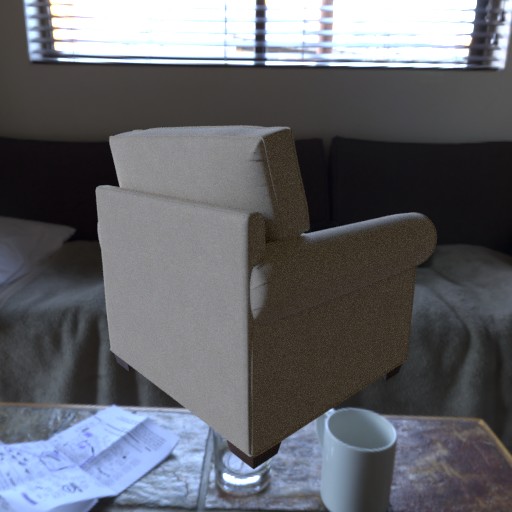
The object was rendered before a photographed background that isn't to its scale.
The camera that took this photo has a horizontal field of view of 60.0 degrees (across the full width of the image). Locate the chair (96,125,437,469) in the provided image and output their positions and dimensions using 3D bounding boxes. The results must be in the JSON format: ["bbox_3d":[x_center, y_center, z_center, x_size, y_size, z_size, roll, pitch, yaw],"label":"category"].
[{"bbox_3d":[0.000,0.000,1.715,0.863,0.955,1.040,-14,20,-41],"label":"chair"}]
